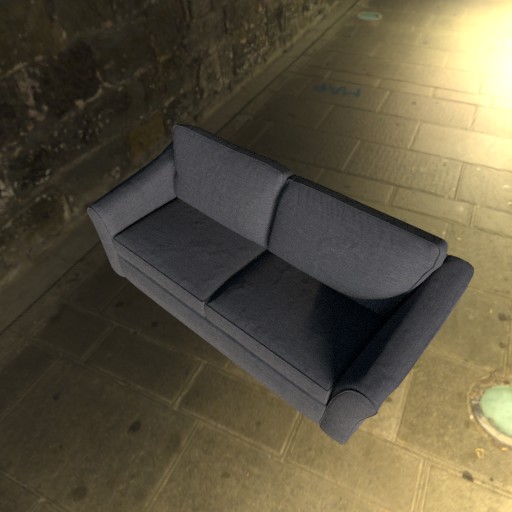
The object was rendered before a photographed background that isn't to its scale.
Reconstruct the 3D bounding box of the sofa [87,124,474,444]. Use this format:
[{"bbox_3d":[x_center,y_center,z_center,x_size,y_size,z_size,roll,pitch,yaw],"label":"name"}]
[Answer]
[{"bbox_3d":[0.000,0.000,2.789,2.270,0.950,0.971,31,52,28],"label":"sofa"}]
